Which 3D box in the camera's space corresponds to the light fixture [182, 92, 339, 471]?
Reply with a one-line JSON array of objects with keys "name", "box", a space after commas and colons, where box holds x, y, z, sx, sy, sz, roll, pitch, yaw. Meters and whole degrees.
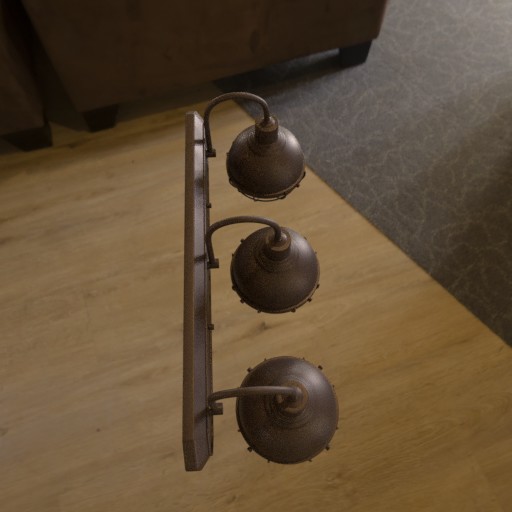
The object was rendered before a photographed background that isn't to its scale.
[{"name": "light fixture", "box": [0.000, 0.000, 0.739, 0.229, 0.254, 0.634, -3, 64, -2]}]
